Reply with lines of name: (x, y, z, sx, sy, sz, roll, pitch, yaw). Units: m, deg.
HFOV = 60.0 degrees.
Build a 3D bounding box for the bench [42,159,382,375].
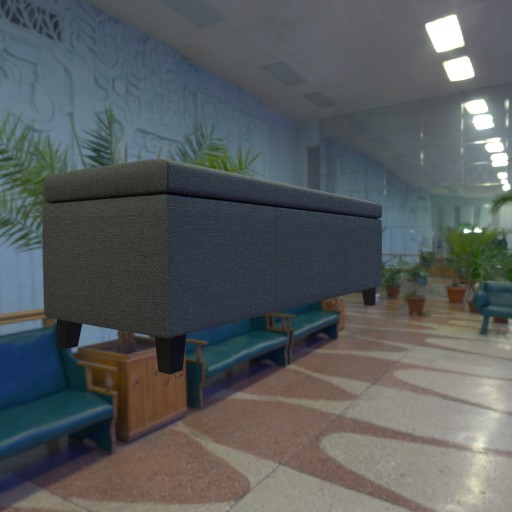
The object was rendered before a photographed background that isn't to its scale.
bench: (0.000, 0.000, 1.488, 0.446, 0.438, 1.269, 1, 2, 35)
